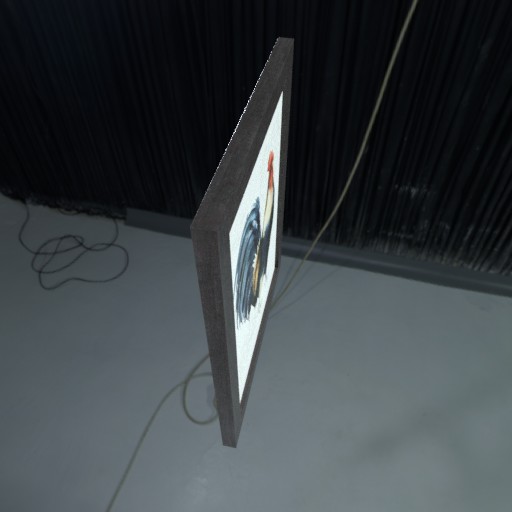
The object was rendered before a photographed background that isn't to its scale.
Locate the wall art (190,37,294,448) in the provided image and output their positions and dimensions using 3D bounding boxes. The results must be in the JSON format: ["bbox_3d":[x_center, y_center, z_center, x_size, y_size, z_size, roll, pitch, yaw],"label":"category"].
[{"bbox_3d":[0.000,0.000,0.803,0.027,0.580,0.479,9,48,8],"label":"wall art"}]
